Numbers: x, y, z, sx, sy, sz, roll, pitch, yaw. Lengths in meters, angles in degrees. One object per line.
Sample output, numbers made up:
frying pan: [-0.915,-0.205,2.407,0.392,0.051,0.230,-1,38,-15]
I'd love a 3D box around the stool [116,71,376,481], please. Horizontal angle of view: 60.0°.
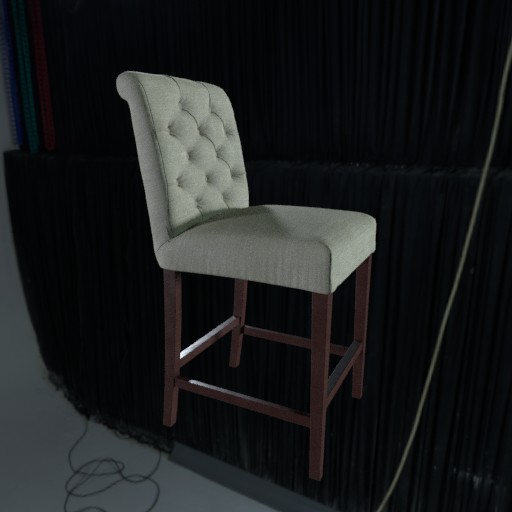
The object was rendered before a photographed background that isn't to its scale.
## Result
stool: [0.000,0.000,1.403,0.660,1.084,0.486,8,17,26]
